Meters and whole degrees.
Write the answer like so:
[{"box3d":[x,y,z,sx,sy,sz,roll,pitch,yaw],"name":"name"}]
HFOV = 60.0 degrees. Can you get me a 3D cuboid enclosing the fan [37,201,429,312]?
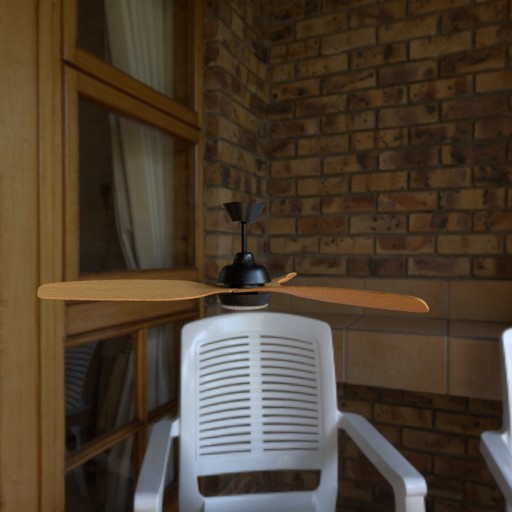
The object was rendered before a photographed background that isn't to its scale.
[{"box3d":[0.000,0.000,1.650,1.142,0.355,1.010,0,1,18],"name":"fan"}]
